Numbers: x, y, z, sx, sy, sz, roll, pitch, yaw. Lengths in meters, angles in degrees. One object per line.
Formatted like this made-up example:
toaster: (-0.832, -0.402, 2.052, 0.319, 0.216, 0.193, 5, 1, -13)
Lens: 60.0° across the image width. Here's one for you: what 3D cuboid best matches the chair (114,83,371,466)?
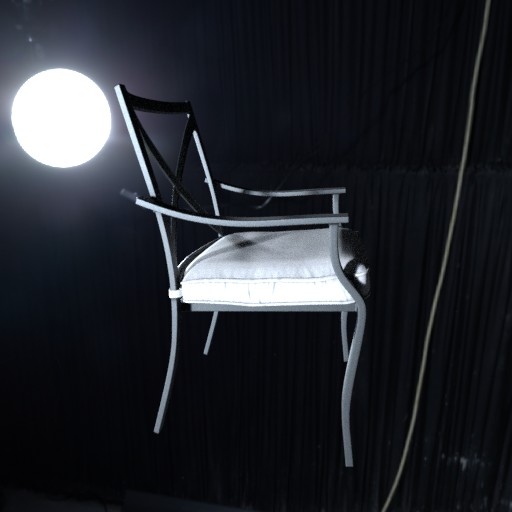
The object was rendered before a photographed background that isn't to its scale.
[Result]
chair: (0.000, 0.000, 1.277, 0.620, 0.889, 0.575, 3, 15, 10)
